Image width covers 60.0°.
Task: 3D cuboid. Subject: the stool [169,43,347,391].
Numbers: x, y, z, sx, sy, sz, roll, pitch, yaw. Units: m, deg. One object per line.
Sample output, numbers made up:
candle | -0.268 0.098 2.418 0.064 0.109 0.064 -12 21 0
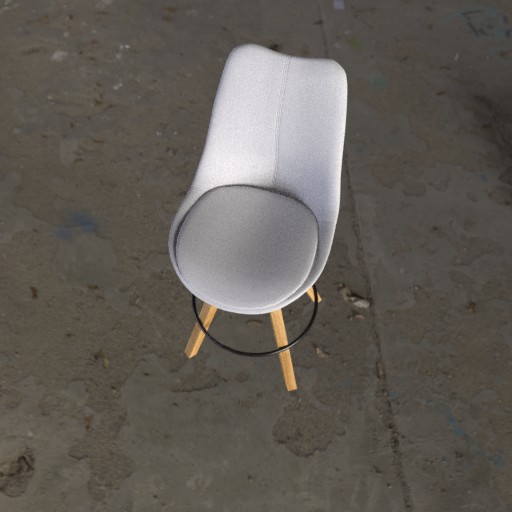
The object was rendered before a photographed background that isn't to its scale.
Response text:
stool | 0.000 0.000 1.438 0.484 1.115 0.550 16 60 9
